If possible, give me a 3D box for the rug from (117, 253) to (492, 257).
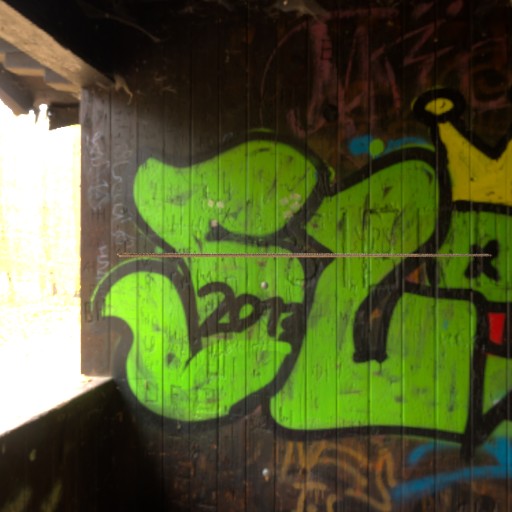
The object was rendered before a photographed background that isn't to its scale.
[{"bbox_3d":[0.000,0.000,4.087,2.406,0.012,3.034,0,0,-17],"label":"rug"}]
